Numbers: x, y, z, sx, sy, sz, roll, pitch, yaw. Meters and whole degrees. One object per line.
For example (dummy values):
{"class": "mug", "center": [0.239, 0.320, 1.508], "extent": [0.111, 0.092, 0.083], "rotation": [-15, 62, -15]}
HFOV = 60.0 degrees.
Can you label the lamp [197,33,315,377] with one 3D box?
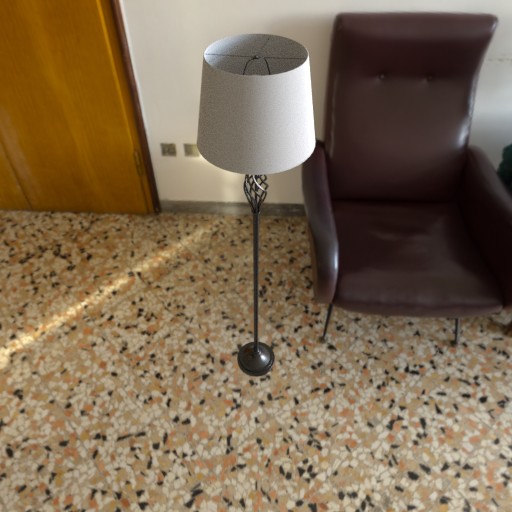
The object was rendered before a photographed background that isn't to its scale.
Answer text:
{"class": "lamp", "center": [0.000, 0.000, 1.811], "extent": [0.379, 1.623, 0.379], "rotation": [0, 46, 0]}
